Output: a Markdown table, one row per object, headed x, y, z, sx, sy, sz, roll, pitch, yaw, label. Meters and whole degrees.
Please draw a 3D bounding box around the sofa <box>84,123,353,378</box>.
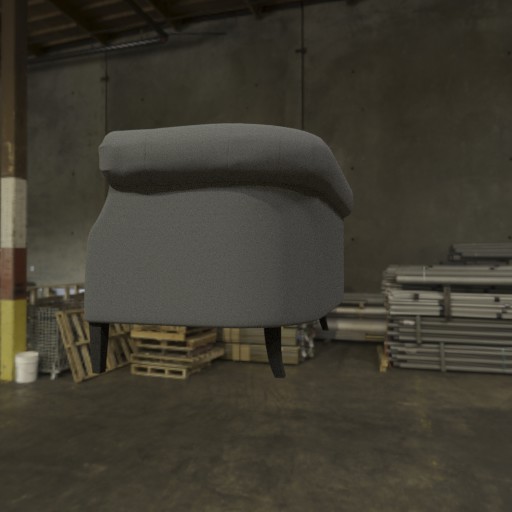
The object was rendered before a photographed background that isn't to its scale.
| x | y | z | sx | sy | sz | roll | pitch | yaw | label |
| --- | --- | --- | --- | --- | --- | --- | --- | --- | --- |
| 0.000 | 0.000 | 2.076 | 0.835 | 0.827 | 1.558 | 0 | -1 | 17 | sofa |
